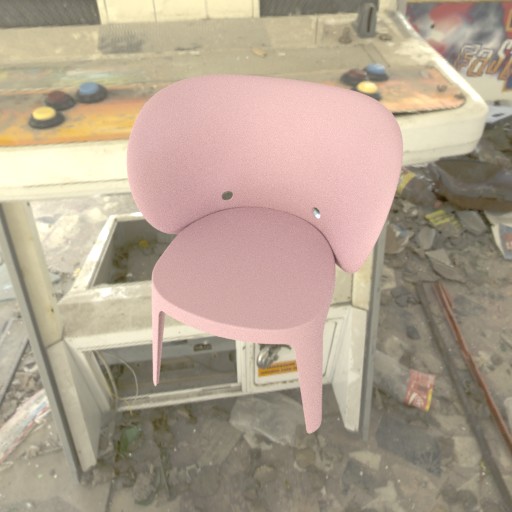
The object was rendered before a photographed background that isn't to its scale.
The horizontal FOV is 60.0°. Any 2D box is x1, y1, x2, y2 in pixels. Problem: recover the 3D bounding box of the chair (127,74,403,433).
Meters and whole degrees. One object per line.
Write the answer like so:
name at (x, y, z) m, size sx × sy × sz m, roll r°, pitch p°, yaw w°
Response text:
chair at (0.000, 0.000, 0.865) m, size 0.451 × 0.554 × 0.402 m, roll 13°, pitch 44°, yaw 13°
